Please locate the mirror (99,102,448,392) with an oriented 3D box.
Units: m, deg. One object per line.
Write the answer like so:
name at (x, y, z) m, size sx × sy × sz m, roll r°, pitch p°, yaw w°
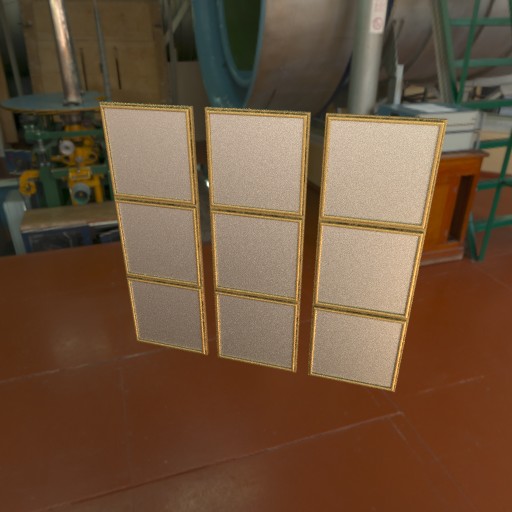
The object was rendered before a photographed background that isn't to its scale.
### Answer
mirror at (0.000, 0.000, 1.462) m, size 1.011 × 0.926 × 0.023 m, roll 8°, pitch 29°, yaw 14°
